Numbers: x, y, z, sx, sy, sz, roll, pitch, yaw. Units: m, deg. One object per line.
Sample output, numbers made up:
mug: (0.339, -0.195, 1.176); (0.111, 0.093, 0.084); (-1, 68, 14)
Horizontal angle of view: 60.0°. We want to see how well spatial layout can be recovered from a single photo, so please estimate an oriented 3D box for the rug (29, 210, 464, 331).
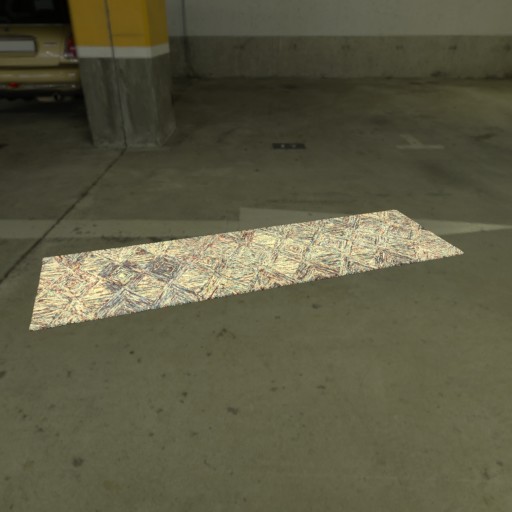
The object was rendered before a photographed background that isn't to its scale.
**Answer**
rug: (0.000, 0.000, 2.514); (2.292, 0.015, 0.688); (-9, 29, -16)
